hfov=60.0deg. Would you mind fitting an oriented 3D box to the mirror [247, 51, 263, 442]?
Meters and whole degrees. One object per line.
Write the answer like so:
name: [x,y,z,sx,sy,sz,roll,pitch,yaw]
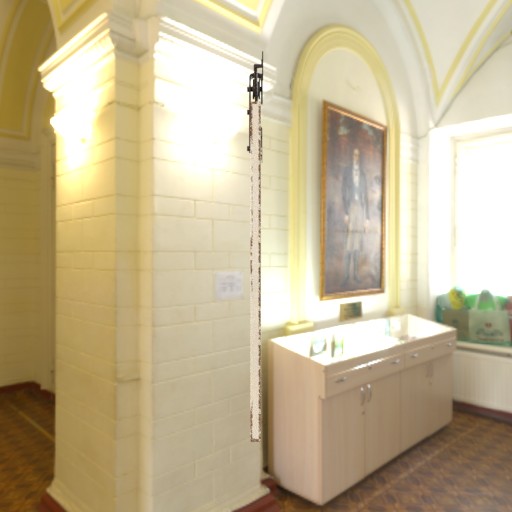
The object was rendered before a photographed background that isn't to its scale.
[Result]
mirror: [0.000,0.000,1.238,0.037,0.844,0.808,0,0,1]
